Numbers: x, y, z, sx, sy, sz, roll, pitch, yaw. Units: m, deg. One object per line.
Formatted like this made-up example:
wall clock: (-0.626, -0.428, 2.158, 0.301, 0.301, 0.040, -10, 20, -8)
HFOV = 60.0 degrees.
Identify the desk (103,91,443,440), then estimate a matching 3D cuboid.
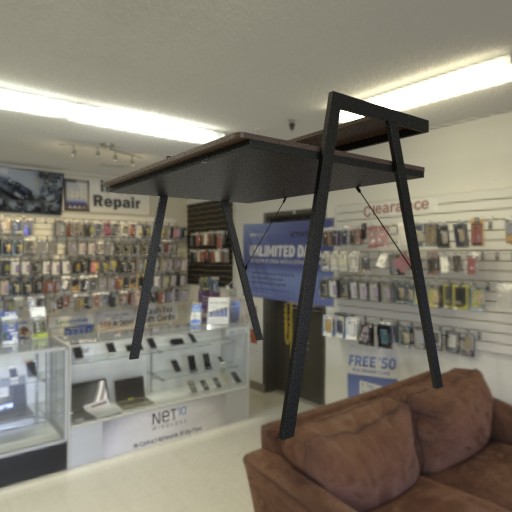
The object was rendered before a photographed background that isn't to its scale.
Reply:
desk: (0.000, 0.000, 1.869, 0.936, 0.998, 1.143, 0, 1, -37)
